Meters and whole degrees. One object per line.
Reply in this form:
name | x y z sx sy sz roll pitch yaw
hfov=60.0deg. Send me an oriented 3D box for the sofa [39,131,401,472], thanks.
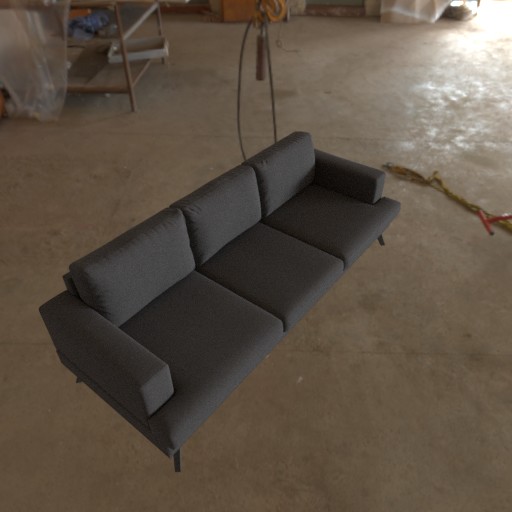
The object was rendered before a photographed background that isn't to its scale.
sofa | 0.000 0.000 2.743 0.920 0.810 2.310 27 47 28
